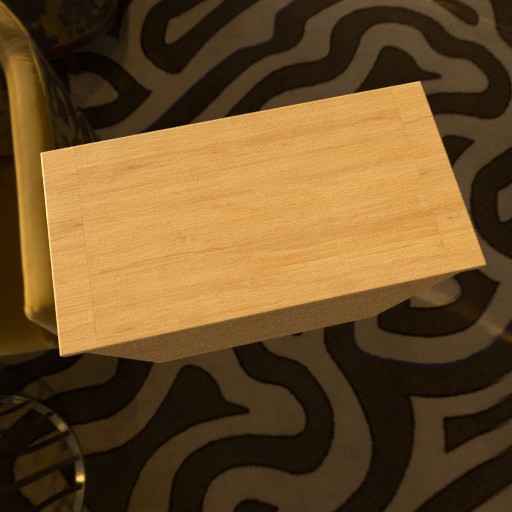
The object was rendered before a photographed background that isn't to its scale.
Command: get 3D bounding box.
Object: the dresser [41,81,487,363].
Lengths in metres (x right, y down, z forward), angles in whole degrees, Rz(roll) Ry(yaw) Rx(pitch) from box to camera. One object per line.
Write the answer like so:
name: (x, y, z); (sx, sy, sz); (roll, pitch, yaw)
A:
dresser: (0.000, 0.000, 1.214); (0.800, 0.730, 0.410); (-12, 75, -3)
